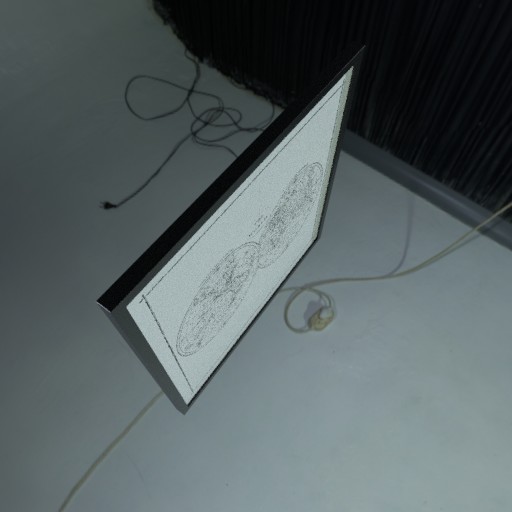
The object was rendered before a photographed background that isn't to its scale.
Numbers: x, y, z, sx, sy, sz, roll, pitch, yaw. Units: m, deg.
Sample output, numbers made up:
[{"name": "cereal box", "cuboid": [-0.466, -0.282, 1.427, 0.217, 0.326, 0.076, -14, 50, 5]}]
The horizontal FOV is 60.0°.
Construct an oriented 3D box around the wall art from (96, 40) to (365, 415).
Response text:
[{"name": "wall art", "cuboid": [0.000, 0.000, 1.147, 0.031, 0.775, 0.773, 32, 65, 17]}]
